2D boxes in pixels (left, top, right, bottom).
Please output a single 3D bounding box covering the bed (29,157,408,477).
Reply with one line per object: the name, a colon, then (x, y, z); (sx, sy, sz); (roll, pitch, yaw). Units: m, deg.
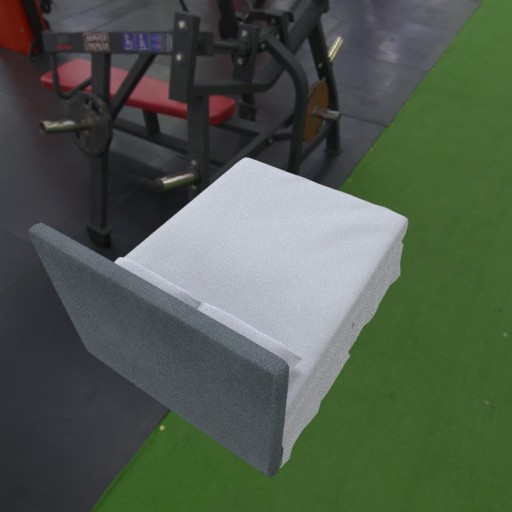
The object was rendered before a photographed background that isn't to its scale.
bed: (0.000, 0.000, 3.200); (1.713, 1.330, 2.142); (25, 51, 22)
